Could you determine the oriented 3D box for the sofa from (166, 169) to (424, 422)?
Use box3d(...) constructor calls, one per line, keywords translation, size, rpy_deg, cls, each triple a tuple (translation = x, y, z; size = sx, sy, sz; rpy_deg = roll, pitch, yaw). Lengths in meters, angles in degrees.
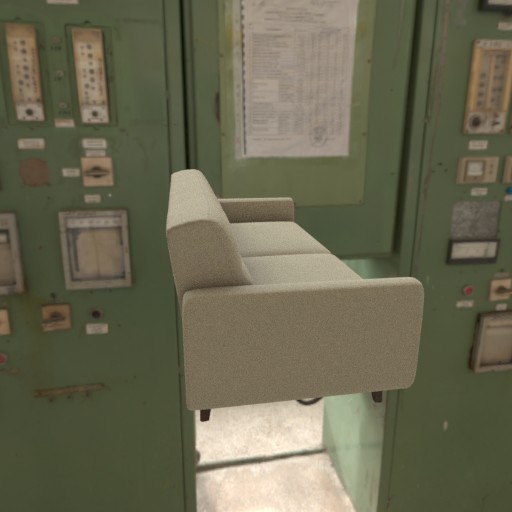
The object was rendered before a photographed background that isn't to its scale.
box3d(translation=(0.000, 0.000, 2.662), size=(0.980, 0.892, 2.137), rpy_deg=(-3, 17, -9), cls="sofa")
